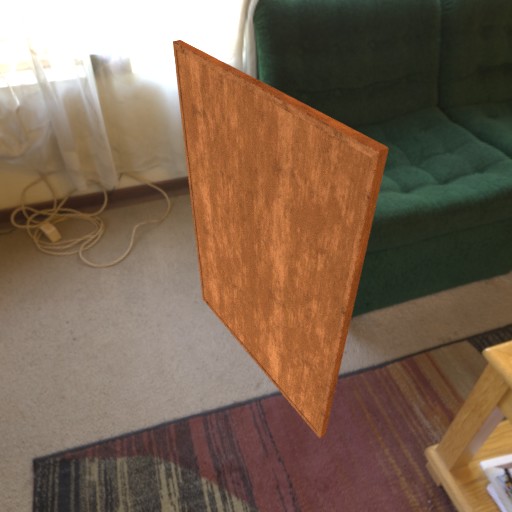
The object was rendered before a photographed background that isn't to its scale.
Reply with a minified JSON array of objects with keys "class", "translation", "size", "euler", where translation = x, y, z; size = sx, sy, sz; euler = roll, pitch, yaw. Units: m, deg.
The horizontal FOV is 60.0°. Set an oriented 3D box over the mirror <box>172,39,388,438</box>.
[{"class":"mirror","translation":[0.000,0.000,1.408],"size":[0.028,1.099,0.796],"euler":[-26,48,-26]}]
